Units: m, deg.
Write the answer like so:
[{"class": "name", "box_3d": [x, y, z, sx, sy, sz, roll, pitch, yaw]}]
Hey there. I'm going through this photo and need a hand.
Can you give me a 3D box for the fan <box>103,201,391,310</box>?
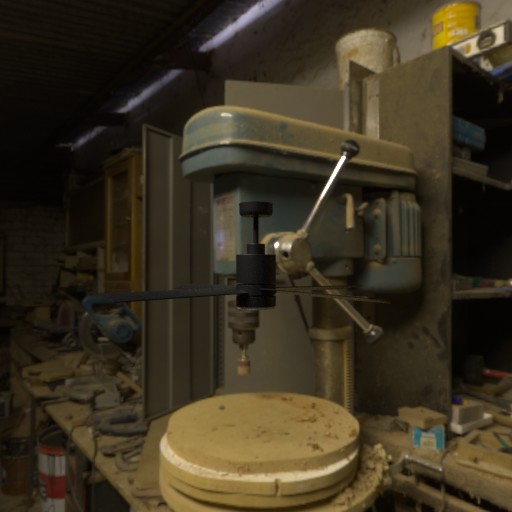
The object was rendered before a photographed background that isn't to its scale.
[{"class": "fan", "box_3d": [0.000, 0.000, 2.259, 1.525, 0.534, 1.525, 1, -2, -37]}]
